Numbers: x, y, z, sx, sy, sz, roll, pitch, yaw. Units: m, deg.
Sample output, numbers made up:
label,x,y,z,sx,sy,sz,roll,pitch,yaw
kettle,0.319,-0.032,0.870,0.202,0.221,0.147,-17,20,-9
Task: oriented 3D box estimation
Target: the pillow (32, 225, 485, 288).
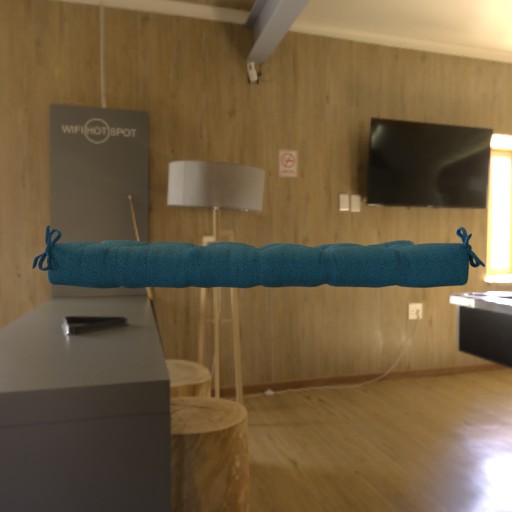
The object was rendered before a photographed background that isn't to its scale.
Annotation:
label,x,y,z,sx,sy,sz,roll,pitch,yaw
pillow,0.000,0.000,1.346,1.194,0.174,0.511,0,2,0
